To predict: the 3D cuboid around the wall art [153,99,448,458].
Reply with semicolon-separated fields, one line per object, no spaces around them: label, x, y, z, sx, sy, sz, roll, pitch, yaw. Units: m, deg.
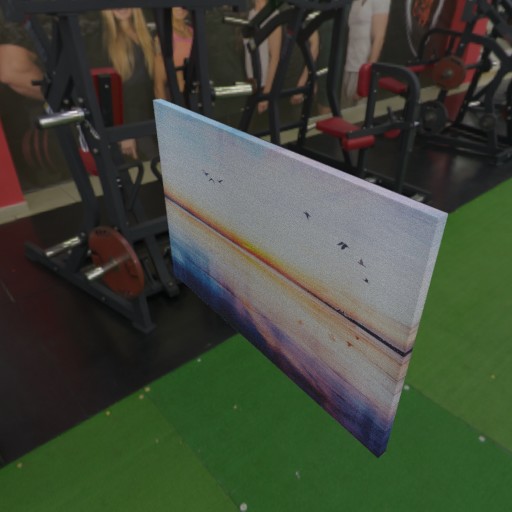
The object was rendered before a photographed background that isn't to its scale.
wall art;0.000;0.000;1.413;0.034;0.756;1.137;-23;39;-31
